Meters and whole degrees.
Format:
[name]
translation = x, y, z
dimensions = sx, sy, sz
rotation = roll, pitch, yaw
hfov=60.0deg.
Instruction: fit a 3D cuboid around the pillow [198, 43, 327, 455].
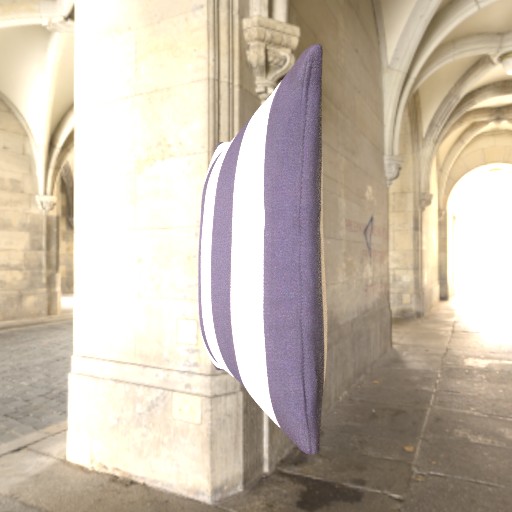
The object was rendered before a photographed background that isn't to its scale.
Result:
[pillow]
translation = 0.000, 0.000, 0.800
dimensions = 0.189, 0.526, 0.536
rotation = 0, -1, -19
